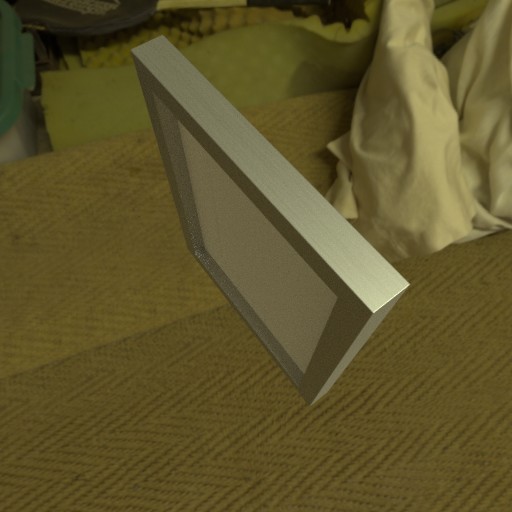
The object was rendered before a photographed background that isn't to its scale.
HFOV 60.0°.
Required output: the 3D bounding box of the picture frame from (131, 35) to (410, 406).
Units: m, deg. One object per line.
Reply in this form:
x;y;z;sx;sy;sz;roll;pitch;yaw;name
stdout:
0.000;0.000;0.384;0.036;0.282;0.233;-34;68;-16;picture frame
